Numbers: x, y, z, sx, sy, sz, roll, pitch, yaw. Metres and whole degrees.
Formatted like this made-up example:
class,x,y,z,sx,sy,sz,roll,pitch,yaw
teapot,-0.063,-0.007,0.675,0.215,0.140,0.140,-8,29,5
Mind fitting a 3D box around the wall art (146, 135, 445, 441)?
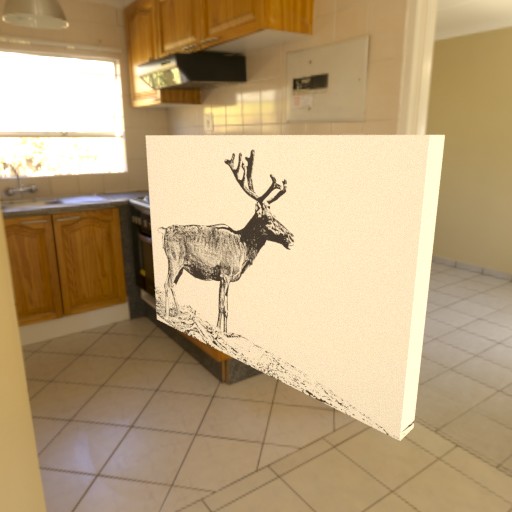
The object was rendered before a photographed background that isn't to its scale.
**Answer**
class,x,y,z,sx,sy,sz,roll,pitch,yaw
wall art,0.000,0.000,0.787,0.608,0.414,0.042,15,21,43
